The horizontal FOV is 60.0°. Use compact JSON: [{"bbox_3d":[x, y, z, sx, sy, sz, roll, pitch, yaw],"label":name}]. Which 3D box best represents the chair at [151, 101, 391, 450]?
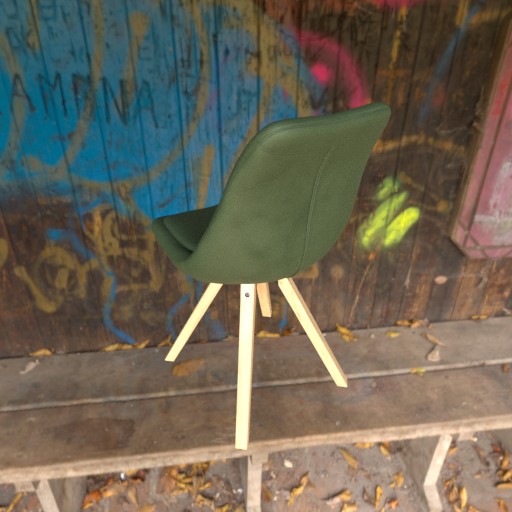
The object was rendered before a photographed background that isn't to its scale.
[{"bbox_3d":[0.000,0.000,1.204,0.483,0.865,0.547,-20,37,-30],"label":"chair"}]
